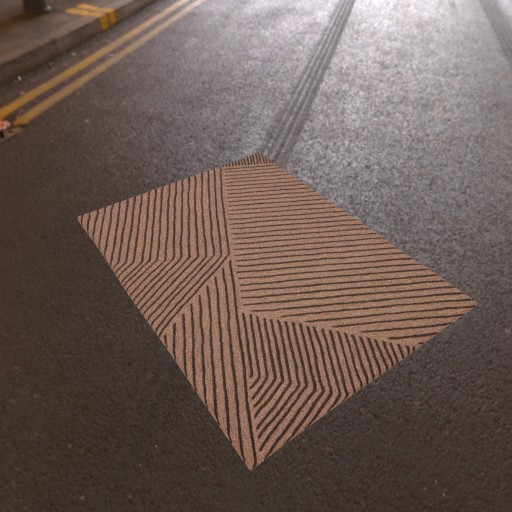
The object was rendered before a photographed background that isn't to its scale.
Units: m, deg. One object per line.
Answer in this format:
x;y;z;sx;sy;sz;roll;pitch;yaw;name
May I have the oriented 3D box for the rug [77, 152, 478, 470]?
0.000;0.000;3.238;1.829;0.028;2.449;-26;48;-26;rug
